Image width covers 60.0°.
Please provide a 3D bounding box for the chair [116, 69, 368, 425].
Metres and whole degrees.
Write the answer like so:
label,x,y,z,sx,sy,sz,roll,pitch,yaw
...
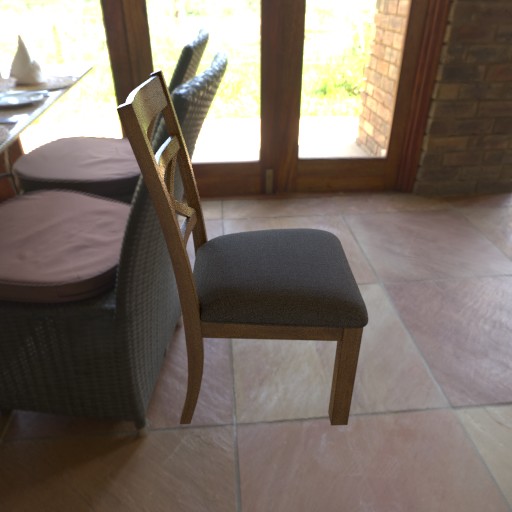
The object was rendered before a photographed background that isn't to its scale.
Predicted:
label,x,y,z,sx,sy,sz,roll,pitch,yaw
chair,0.000,0.000,1.283,0.581,0.949,0.470,-1,31,-2
